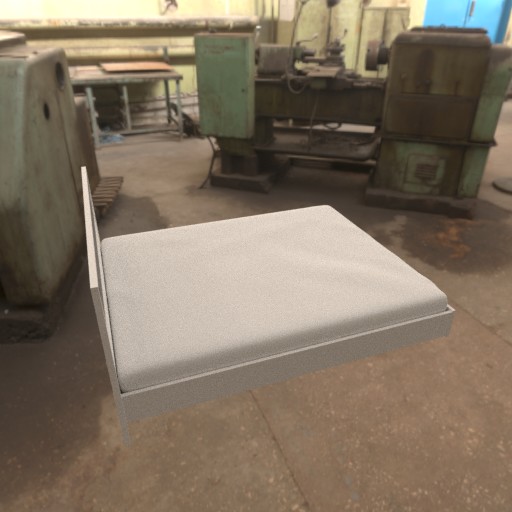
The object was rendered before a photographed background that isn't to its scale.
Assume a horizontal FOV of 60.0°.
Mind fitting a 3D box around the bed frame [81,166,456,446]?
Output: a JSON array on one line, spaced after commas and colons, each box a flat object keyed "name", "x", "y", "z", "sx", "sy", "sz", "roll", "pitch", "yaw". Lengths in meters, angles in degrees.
[{"name": "bed frame", "x": 0.000, "y": 0.000, "z": 3.109, "sx": 2.100, "sy": 1.001, "sz": 1.711, "roll": -10, "pitch": 31, "yaw": -17}]
